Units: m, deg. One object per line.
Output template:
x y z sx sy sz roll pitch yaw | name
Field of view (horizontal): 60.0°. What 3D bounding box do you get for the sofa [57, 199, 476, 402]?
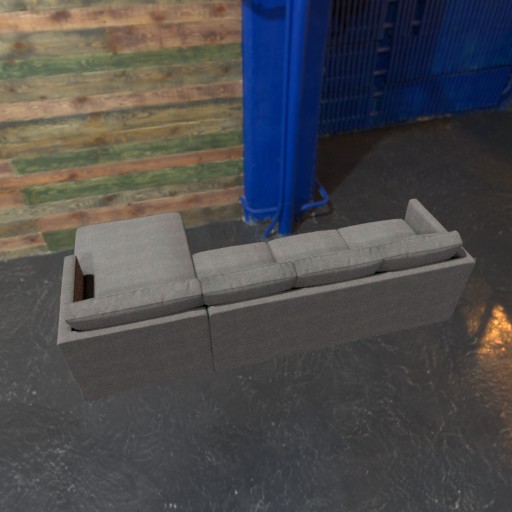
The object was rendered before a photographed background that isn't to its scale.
0.000 0.000 3.979 3.205 0.922 1.650 -10 43 -11 | sofa
